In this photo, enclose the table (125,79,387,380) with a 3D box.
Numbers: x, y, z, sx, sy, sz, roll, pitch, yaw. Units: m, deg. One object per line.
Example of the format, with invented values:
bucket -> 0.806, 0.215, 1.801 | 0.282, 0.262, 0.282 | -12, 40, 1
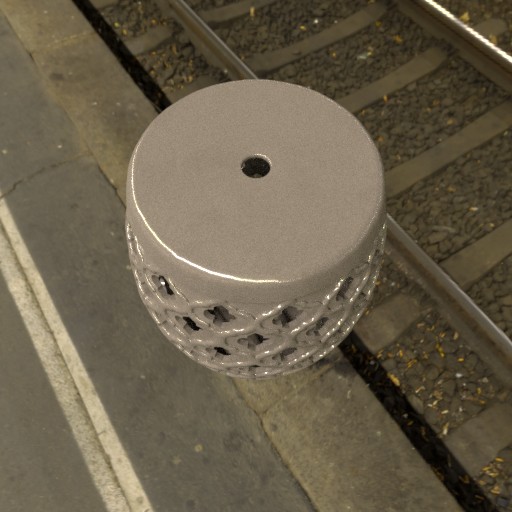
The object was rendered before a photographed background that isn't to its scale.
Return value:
table -> 0.000, 0.000, 0.615 | 0.325, 0.388, 0.325 | 0, 62, 0
